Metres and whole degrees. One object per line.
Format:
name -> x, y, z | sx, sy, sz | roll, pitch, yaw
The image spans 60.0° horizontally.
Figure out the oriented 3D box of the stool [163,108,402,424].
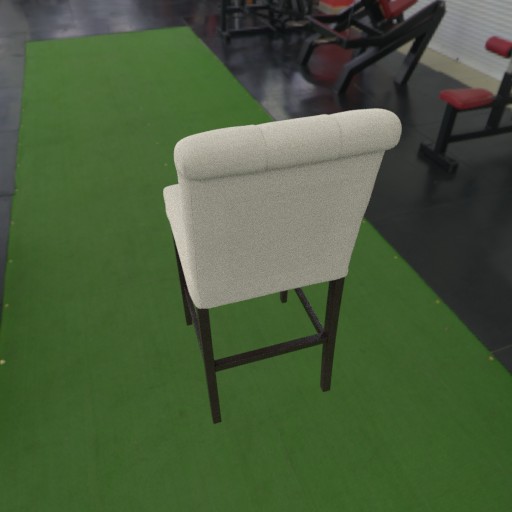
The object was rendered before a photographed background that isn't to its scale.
stool -> 0.000, 0.000, 1.421 | 0.482, 1.118, 0.610 | -12, 42, -13
